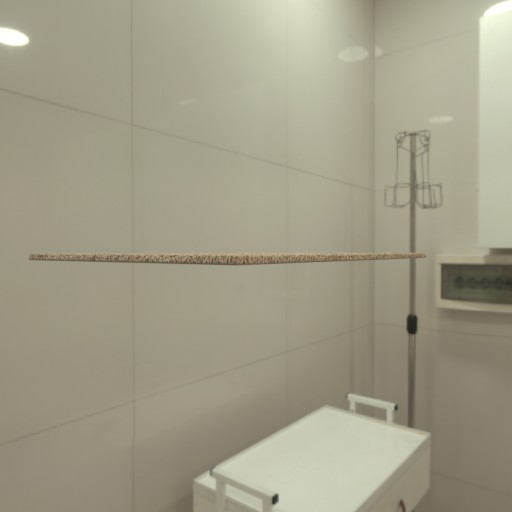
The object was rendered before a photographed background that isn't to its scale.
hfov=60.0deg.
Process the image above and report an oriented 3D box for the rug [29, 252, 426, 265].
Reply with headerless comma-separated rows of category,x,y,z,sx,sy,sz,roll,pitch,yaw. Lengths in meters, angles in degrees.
rug,0.000,0.000,2.318,1.219,0.030,1.778,0,1,37
